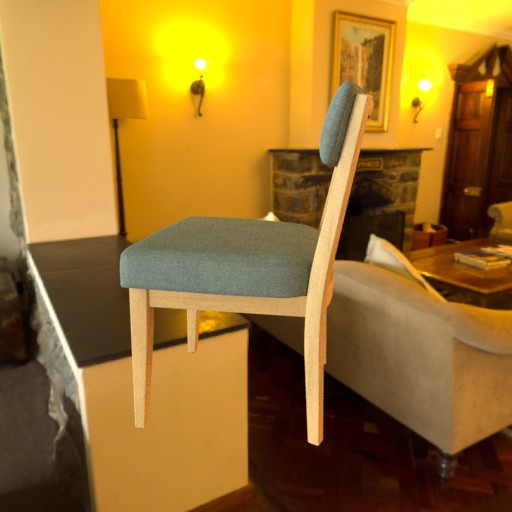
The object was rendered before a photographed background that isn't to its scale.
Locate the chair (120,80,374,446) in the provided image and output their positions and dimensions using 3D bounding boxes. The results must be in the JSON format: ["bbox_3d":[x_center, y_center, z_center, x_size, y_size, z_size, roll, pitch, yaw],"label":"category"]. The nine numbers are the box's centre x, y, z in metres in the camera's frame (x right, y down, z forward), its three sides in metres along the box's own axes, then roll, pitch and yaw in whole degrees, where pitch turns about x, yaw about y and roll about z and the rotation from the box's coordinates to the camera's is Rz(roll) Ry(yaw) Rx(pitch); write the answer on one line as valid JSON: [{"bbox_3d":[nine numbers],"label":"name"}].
[{"bbox_3d":[0.000,0.000,1.209,0.572,0.832,0.508,2,14,10],"label":"chair"}]
